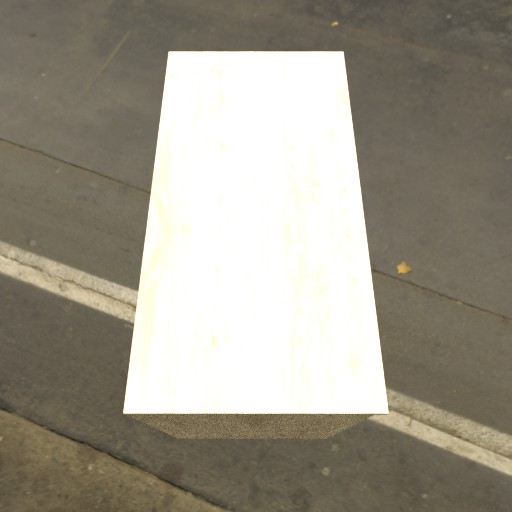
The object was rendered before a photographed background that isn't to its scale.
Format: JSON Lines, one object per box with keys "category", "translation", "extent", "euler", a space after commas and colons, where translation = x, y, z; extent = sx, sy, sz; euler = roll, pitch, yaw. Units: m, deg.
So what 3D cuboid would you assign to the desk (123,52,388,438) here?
{"category": "desk", "translation": [0.000, 0.000, 1.504], "extent": [0.560, 0.730, 1.100], "euler": [0, 64, 0]}
